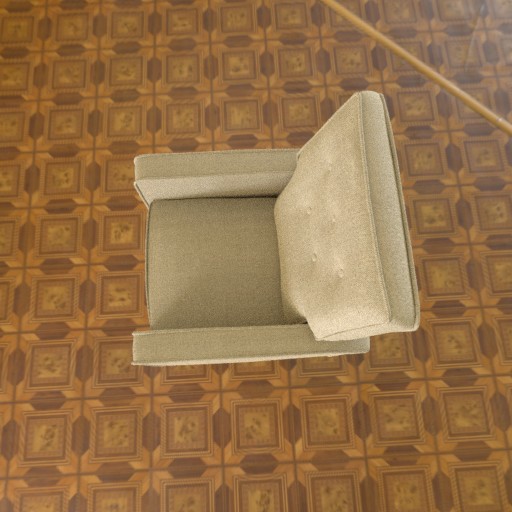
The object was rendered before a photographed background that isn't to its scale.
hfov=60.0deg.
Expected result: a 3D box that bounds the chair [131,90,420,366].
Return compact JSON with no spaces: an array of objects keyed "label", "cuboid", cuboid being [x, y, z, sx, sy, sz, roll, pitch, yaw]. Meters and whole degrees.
[{"label":"chair","cuboid":[0.000,0.000,1.415,0.754,0.888,0.648,-3,75,-1]}]
